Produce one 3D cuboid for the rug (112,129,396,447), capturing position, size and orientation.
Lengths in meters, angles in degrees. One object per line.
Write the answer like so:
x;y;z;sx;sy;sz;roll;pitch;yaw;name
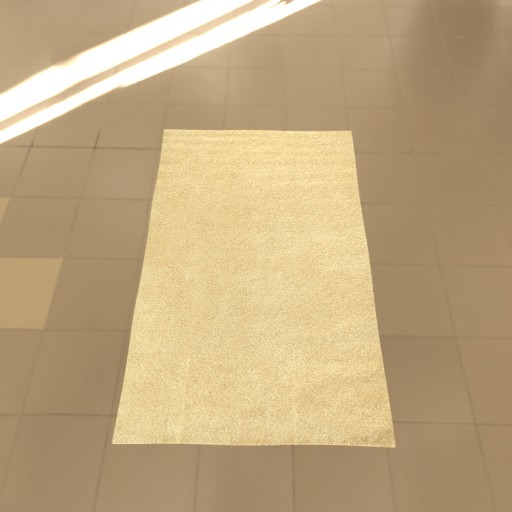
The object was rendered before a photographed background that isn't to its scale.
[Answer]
0.000;0.000;2.953;1.500;0.025;2.346;1;59;0;rug
